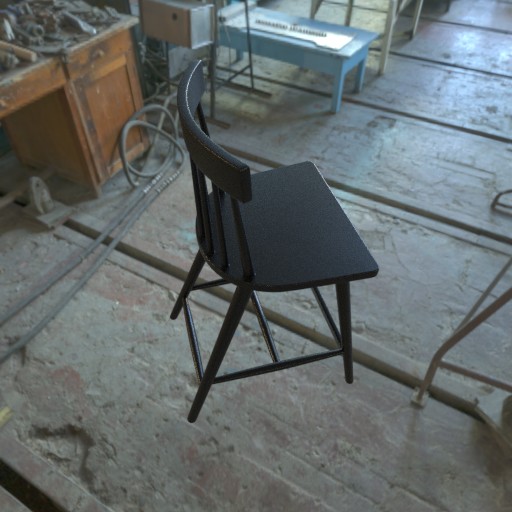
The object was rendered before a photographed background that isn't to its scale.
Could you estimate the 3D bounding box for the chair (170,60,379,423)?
[{"bbox_3d":[0.000,0.000,1.275,0.572,0.952,0.483,-11,47,-11],"label":"chair"}]
